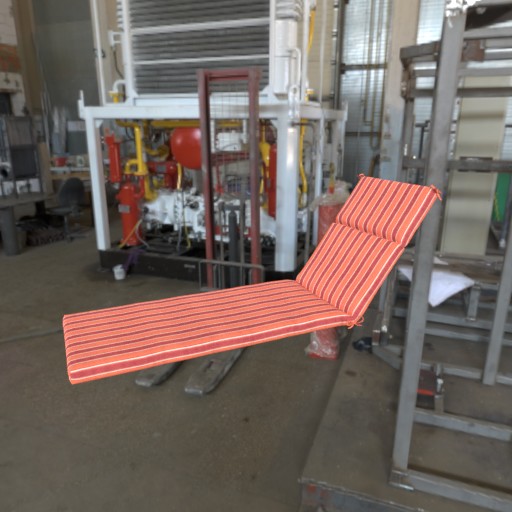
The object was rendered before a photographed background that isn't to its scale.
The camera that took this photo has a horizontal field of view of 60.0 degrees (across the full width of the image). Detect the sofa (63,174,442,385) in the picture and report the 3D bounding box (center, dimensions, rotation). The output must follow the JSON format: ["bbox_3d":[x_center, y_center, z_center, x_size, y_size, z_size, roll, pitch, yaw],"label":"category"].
[{"bbox_3d":[0.000,0.000,2.010,1.663,0.622,0.582,-8,18,-24],"label":"sofa"}]
